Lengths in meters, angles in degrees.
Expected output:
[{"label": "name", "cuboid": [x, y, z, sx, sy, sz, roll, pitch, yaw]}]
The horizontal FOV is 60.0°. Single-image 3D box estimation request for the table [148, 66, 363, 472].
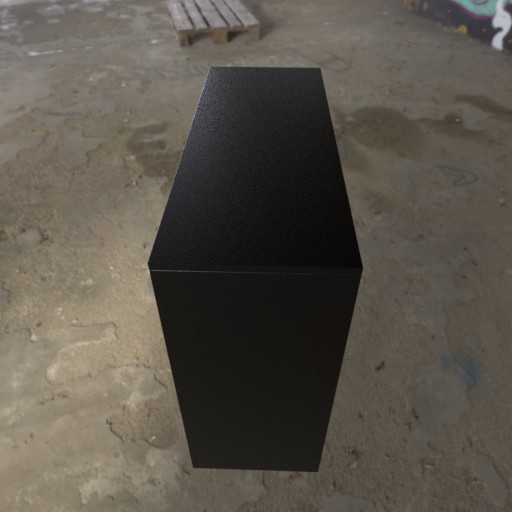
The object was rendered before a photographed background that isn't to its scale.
[{"label": "table", "cuboid": [0.000, 0.000, 1.335, 0.380, 0.790, 0.930, 1, 42, 1]}]
